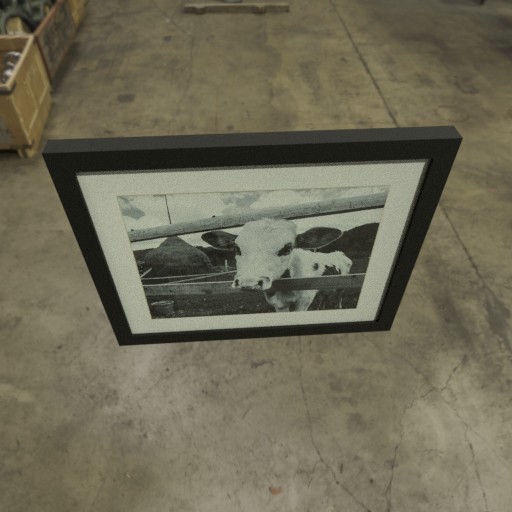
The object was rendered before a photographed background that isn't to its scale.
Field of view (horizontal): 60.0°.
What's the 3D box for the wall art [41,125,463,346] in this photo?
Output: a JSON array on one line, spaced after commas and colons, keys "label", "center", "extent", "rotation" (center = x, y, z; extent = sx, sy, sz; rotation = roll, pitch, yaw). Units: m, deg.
[{"label": "wall art", "center": [0.000, 0.000, 0.550], "extent": [0.404, 0.329, 0.024], "rotation": [-3, 46, -3]}]
